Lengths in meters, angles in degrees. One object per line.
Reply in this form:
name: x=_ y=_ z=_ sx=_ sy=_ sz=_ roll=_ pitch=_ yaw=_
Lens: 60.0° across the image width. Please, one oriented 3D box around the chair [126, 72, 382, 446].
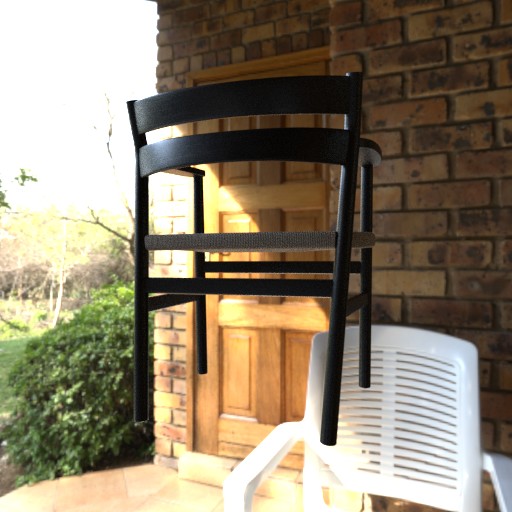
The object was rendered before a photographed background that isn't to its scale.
chair: x=0.000 y=0.000 z=1.160 sx=0.630 sy=0.775 sz=0.508 roll=0 pitch=-1 yaw=18
